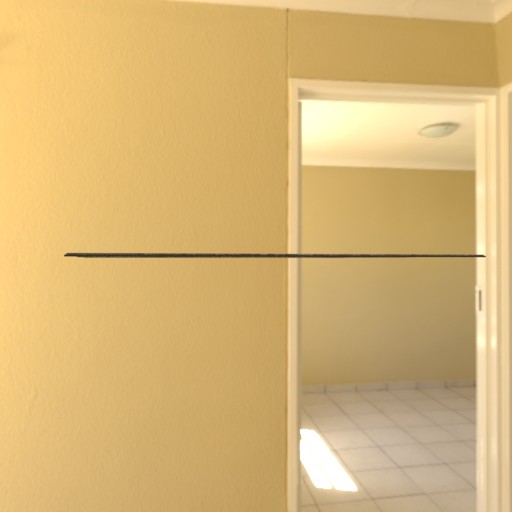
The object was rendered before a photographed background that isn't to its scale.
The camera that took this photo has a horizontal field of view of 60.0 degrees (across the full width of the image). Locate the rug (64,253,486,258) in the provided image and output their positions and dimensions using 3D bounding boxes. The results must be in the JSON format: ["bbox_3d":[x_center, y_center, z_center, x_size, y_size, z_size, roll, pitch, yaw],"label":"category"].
[{"bbox_3d":[0.000,0.000,4.826,3.612,0.035,2.716,0,0,-18],"label":"rug"}]
